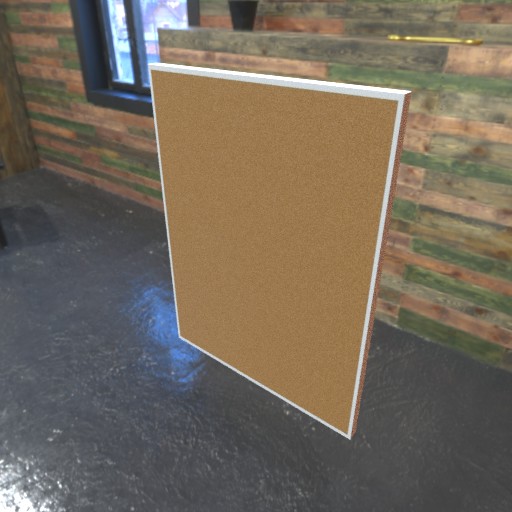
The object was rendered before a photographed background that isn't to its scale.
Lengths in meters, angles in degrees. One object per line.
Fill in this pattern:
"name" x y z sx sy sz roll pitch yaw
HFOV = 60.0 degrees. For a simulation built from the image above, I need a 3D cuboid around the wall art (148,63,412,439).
"wall art" 0.000 0.000 1.378 0.795 1.050 0.039 22 36 33
